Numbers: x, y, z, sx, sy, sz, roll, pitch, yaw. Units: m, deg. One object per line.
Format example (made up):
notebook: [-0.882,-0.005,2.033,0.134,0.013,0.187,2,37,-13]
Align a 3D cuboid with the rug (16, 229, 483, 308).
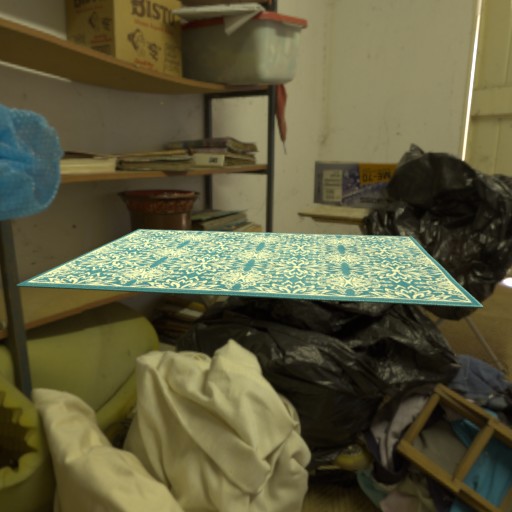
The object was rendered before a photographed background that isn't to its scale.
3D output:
rug: [0.000,0.000,2.810,2.205,0.012,1.554,2,14,8]
